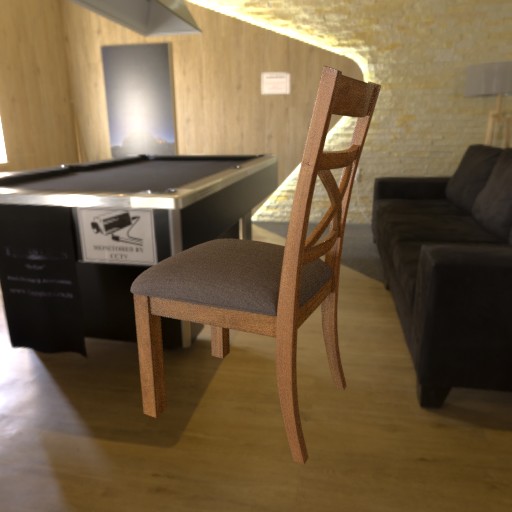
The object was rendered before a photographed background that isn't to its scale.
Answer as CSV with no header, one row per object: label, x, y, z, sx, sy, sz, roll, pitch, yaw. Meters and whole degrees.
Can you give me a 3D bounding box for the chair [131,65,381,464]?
chair,0.000,0.000,1.278,0.581,0.949,0.470,8,19,25
